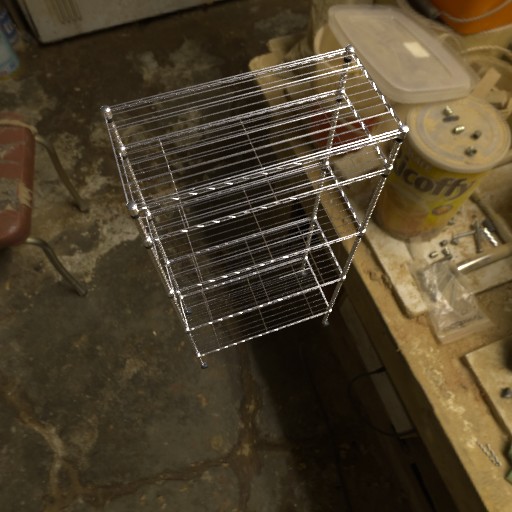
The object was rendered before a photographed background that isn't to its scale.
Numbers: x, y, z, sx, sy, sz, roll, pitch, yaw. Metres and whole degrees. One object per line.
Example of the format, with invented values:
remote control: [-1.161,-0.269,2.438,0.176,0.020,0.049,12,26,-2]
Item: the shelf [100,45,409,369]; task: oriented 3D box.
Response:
shelf: [0.000,0.000,1.866,0.762,1.587,0.356,-17,64,-9]
